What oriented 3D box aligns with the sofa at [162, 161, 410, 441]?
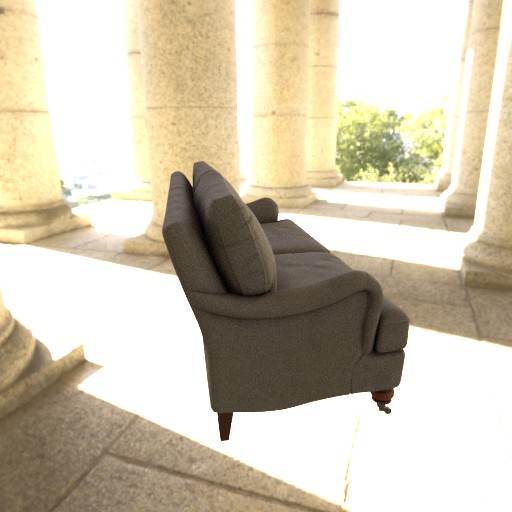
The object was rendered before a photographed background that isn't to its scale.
[{"bbox_3d":[0.000,0.000,2.852,1.069,1.096,2.193,-3,16,-9],"label":"sofa"}]
